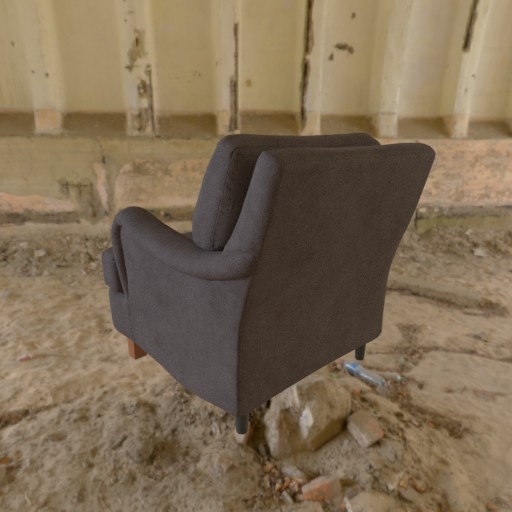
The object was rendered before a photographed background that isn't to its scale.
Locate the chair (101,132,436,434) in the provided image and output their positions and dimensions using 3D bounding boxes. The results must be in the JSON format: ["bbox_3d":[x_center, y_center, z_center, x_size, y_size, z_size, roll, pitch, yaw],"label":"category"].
[{"bbox_3d":[0.000,0.000,1.859,0.955,0.997,1.070,-15,22,-42],"label":"chair"}]
